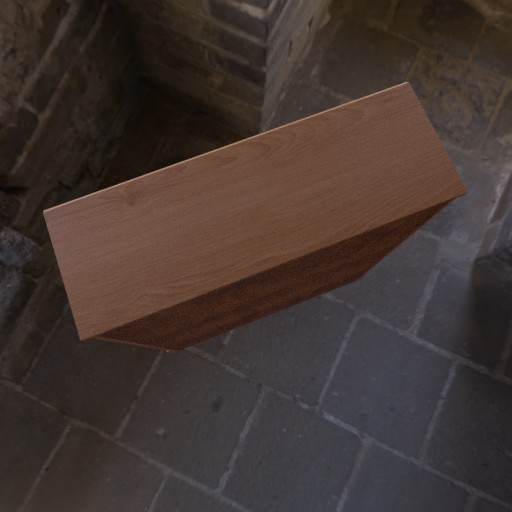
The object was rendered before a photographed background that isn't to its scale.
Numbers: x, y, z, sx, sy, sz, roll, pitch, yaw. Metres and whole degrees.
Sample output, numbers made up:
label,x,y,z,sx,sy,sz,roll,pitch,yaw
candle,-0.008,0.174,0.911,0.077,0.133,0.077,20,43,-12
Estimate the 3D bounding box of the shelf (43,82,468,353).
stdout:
label,x,y,z,sx,sy,sz,roll,pitch,yaw
shelf,0.000,0.000,1.400,0.840,0.980,0.291,-21,77,-5
